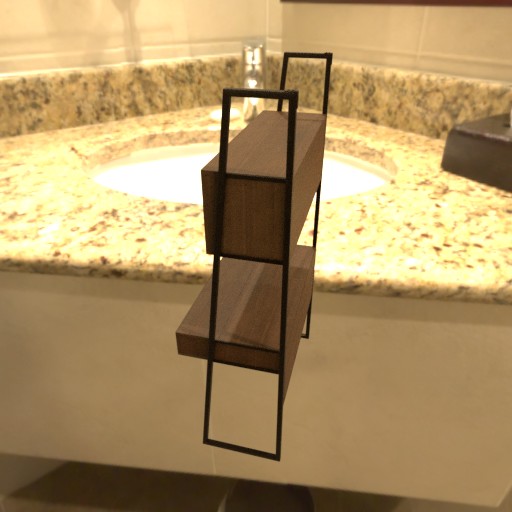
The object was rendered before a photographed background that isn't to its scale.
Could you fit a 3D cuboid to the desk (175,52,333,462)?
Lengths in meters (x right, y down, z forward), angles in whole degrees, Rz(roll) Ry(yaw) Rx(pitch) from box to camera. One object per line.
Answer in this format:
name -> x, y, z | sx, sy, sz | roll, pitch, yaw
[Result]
desk -> 0.000, 0.000, 2.260 | 0.515, 1.809, 0.982 | 8, 32, 12
